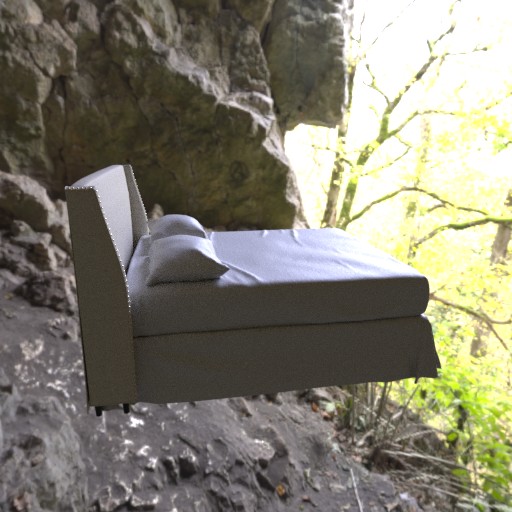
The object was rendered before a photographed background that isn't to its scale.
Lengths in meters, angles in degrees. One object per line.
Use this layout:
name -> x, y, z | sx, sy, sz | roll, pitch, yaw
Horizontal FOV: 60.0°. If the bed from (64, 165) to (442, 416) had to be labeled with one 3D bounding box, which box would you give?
bed -> 0.000, 0.000, 3.426 | 2.276, 1.332, 1.925 | -3, 15, -10
